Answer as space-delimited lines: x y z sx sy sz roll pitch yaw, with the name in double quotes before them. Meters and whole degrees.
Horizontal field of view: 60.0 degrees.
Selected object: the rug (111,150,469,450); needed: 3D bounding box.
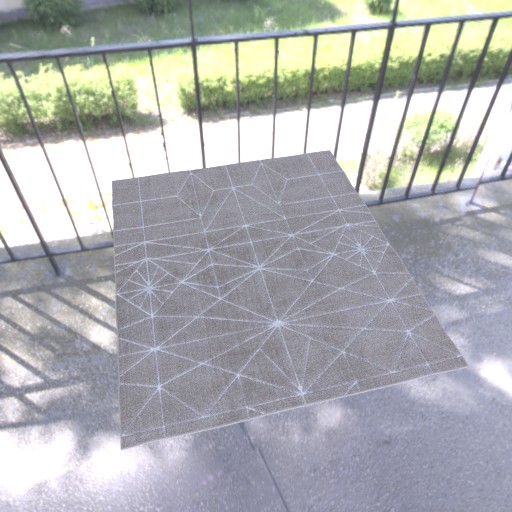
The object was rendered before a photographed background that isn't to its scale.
"rug" 0.000 0.000 0.877 0.548 0.006 0.639 -10 47 -9
